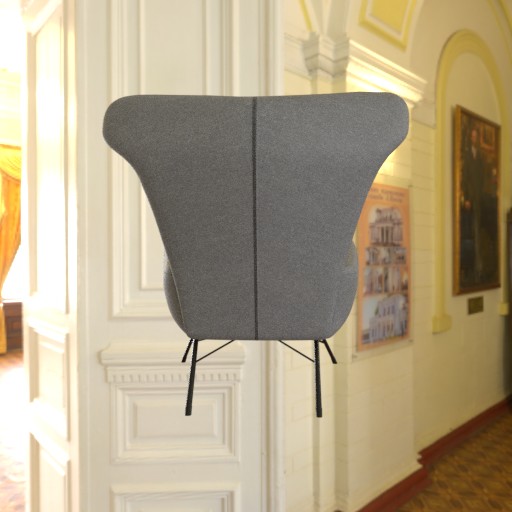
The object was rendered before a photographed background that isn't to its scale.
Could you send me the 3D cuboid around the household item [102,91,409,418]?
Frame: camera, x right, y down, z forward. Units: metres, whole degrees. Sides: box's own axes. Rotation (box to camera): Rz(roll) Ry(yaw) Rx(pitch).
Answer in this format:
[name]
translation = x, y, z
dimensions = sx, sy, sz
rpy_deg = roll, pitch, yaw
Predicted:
[household item]
translation = 0.000, 0.000, 1.727
dimensions = 0.980, 1.050, 0.900
rpy_deg = 0, 0, 2
